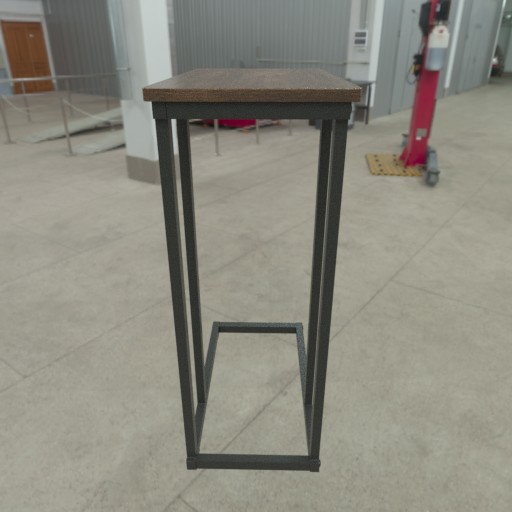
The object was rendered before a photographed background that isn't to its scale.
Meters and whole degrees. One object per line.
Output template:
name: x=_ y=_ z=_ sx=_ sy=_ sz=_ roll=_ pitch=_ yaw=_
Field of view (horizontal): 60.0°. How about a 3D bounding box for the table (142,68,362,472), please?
table: x=0.000 y=0.000 z=0.844 sx=0.254 sy=0.637 sz=0.450 roll=1 pitch=26 yaw=1
